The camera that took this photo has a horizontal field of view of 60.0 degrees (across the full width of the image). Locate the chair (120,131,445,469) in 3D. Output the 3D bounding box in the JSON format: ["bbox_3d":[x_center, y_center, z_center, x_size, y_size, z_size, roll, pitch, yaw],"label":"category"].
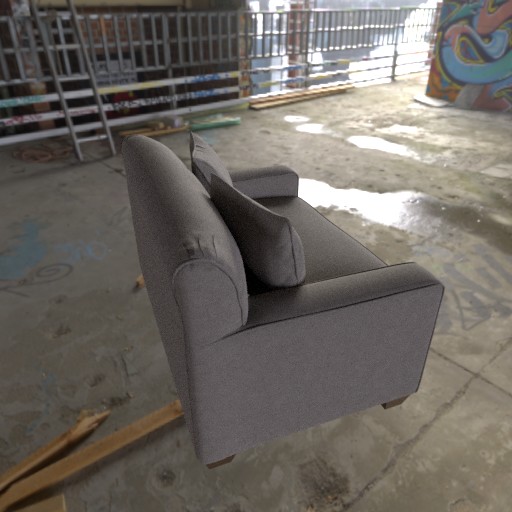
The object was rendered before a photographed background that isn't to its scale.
[{"bbox_3d":[0.000,0.000,2.060,0.992,0.953,1.395,-11,32,-18],"label":"chair"}]
